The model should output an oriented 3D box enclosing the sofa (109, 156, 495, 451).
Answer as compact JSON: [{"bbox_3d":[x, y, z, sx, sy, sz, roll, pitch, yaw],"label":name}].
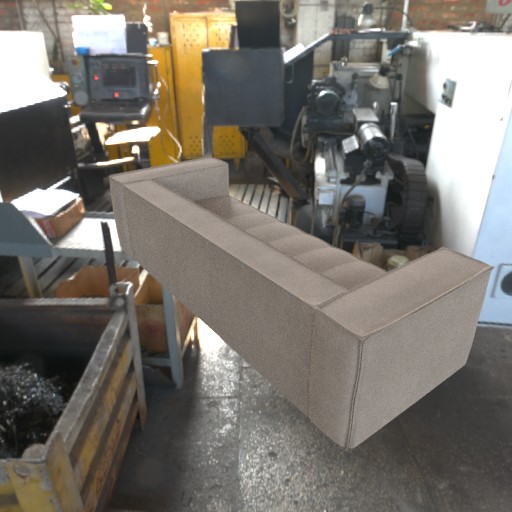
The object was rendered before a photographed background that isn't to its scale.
[{"bbox_3d":[0.000,0.000,3.025,1.038,0.680,2.697,-19,33,-32],"label":"sofa"}]
